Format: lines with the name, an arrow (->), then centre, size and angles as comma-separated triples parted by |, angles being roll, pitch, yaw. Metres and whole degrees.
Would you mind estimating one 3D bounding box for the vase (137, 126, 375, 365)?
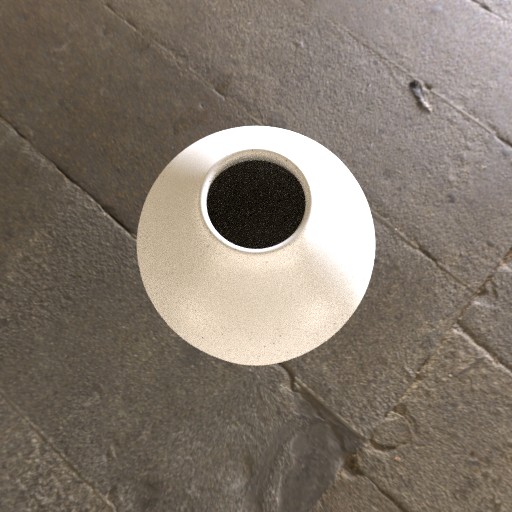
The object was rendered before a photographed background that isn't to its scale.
vase -> 0.000, 0.000, 0.355 | 0.169, 0.240, 0.169 | 0, 75, 0
